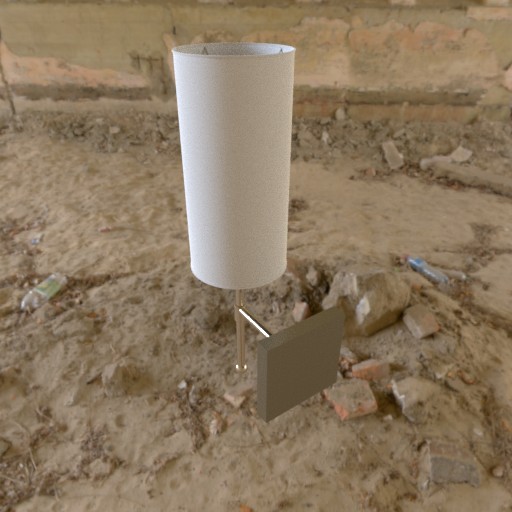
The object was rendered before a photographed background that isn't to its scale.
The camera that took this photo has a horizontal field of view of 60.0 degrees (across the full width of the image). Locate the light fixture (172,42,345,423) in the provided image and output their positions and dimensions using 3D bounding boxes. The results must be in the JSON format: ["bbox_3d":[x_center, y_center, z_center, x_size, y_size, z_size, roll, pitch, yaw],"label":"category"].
[{"bbox_3d":[0.000,0.000,0.549,0.128,0.462,0.208,-19,36,-29],"label":"light fixture"}]
